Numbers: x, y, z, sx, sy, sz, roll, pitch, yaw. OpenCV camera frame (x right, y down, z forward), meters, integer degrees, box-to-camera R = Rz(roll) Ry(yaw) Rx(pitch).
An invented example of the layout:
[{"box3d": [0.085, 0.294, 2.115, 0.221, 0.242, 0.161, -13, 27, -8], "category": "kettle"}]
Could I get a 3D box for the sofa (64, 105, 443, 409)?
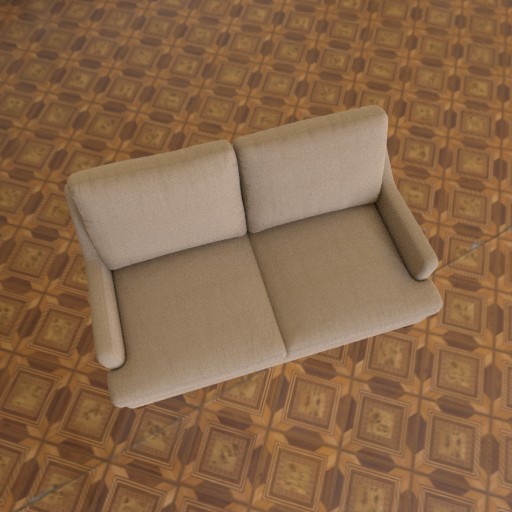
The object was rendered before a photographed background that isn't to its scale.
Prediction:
[{"box3d": [0.000, 0.000, 2.186, 1.619, 0.910, 1.004, -15, 65, -7], "category": "sofa"}]
